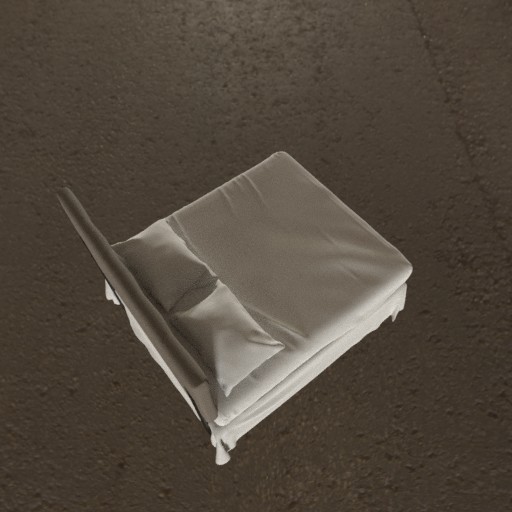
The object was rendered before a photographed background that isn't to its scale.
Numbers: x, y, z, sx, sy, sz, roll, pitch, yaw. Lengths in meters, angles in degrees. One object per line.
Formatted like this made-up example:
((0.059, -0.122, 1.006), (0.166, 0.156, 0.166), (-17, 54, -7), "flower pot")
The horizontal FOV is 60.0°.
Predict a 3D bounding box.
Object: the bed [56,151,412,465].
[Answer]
((0.000, 0.000, 3.525), (2.222, 1.577, 1.936), (-34, 64, -19), "bed")
